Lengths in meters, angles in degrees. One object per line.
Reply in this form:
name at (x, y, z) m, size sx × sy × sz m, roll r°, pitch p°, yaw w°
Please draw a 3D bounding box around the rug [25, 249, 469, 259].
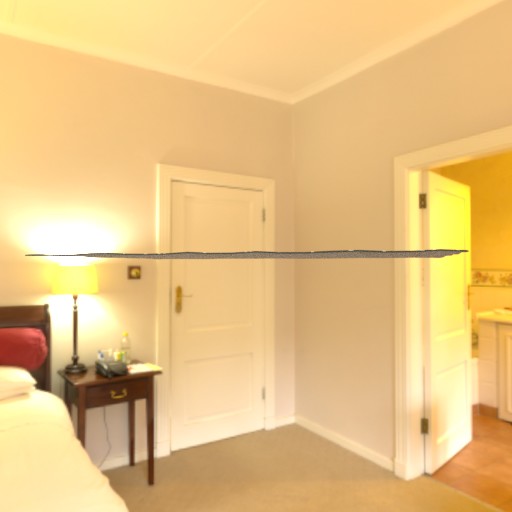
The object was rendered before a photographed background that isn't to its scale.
rug at (0.000, 0.000, 3.021) m, size 2.448 × 0.017 × 1.529 m, roll 0°, pitch -1°, yaw 18°
